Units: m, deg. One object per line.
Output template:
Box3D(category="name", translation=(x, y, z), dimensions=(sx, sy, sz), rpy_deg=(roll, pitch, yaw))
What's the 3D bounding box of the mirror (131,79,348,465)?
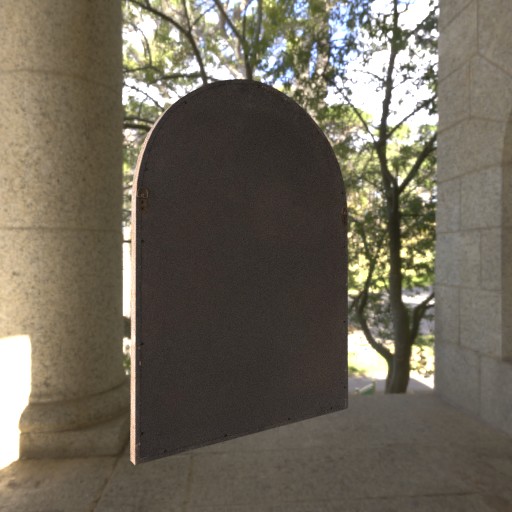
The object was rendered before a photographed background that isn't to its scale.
Box3D(category="mirror", translation=(0.000, 0.000, 1.173), dimensions=(0.660, 0.920, 0.032), rpy_deg=(0, -1, -35))
